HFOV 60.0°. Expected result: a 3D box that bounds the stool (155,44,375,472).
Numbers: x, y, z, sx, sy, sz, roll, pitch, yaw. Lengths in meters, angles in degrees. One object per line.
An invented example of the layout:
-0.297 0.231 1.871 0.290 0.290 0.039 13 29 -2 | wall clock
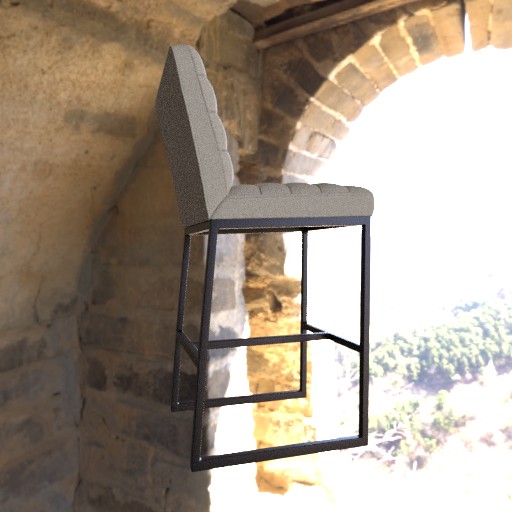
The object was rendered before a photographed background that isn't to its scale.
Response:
0.000 0.000 1.343 0.560 1.040 0.460 0 1 -17 | stool
